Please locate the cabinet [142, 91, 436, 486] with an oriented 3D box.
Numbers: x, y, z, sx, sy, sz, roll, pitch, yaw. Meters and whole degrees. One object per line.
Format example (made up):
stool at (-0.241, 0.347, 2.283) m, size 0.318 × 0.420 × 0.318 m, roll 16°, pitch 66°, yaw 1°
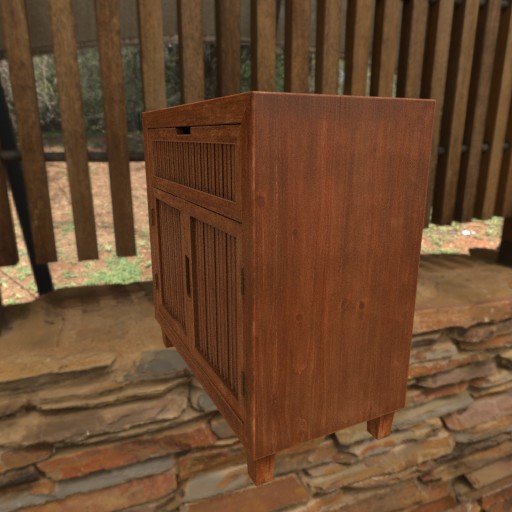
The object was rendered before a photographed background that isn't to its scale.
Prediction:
cabinet at (0.000, 0.000, 1.235) m, size 0.412 × 0.785 × 0.796 m, roll -7°, pitch 17°, yaw -25°
